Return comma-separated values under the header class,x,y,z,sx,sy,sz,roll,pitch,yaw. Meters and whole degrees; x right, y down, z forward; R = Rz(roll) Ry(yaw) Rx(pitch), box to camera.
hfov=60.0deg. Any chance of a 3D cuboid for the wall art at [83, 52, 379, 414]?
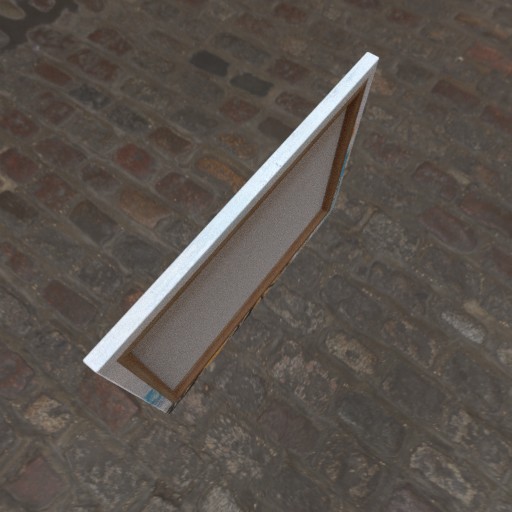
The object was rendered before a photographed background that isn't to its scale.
class,x,y,z,sx,sy,sz,roll,pitch,yaw
wall art,0.000,0.000,1.331,0.038,0.762,1.016,35,69,15
